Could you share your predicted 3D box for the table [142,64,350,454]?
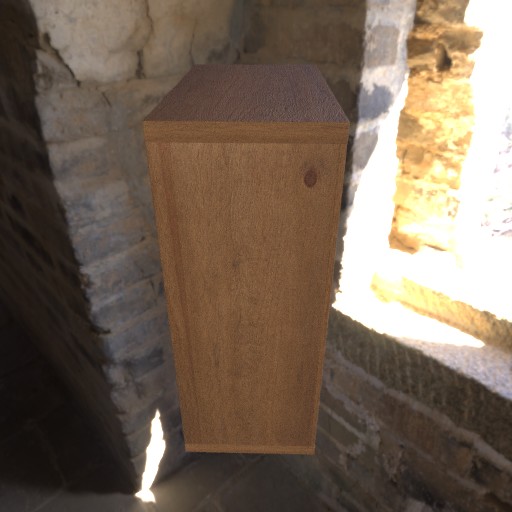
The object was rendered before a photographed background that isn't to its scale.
[{"bbox_3d":[0.000,0.000,1.774,0.524,1.294,0.901,1,31,1],"label":"table"}]
